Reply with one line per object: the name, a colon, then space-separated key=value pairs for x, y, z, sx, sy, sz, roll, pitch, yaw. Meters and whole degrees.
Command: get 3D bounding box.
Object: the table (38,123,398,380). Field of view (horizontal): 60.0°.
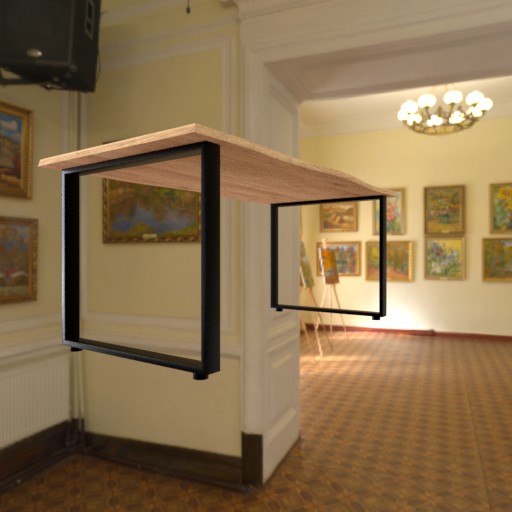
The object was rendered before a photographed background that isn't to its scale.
table: x=0.000 y=0.000 z=2.258 sx=0.900 sy=0.780 sz=1.800 roll=0 pitch=0 yaw=36
